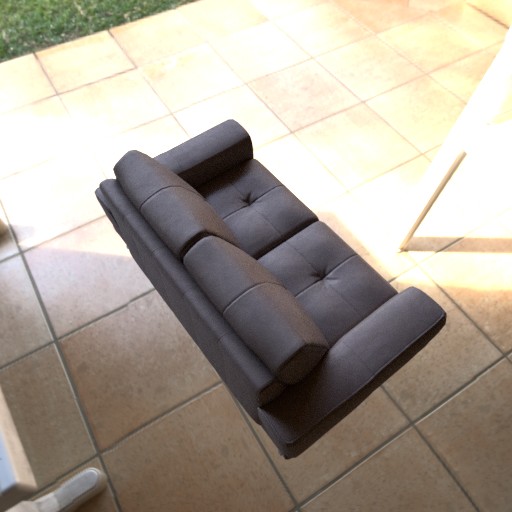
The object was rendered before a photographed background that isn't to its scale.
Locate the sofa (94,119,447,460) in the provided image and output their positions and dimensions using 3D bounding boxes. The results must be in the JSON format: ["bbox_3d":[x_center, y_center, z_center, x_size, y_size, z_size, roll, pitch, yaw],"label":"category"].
[{"bbox_3d":[0.000,0.000,2.401,1.018,0.907,1.806,-33,63,-19],"label":"sofa"}]
